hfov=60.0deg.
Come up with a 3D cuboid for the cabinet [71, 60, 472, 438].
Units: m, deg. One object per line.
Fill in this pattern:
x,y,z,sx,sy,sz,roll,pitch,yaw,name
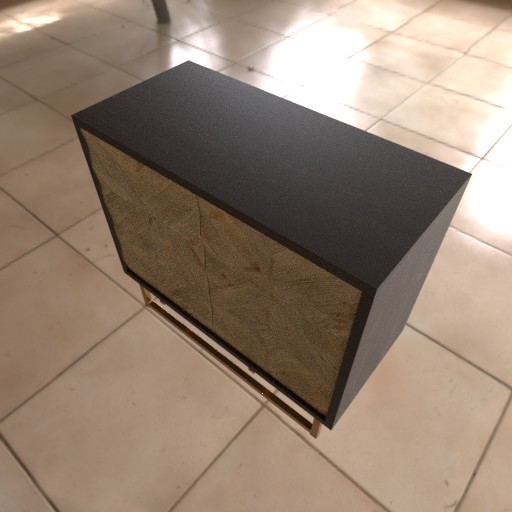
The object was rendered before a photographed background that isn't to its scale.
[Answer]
0.000,0.000,1.447,0.950,0.860,0.451,32,55,26,cabinet
